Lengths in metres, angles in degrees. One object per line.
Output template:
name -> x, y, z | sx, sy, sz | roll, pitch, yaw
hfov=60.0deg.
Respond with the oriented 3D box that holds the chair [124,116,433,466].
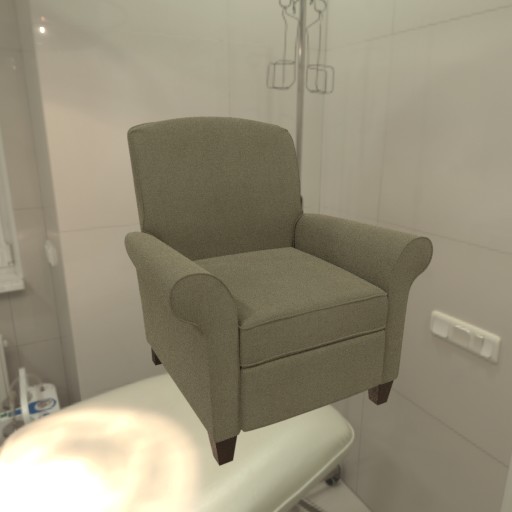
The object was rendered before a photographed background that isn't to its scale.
chair -> 0.000, 0.000, 1.744 | 0.978, 1.061, 0.905 | -9, 18, -27
